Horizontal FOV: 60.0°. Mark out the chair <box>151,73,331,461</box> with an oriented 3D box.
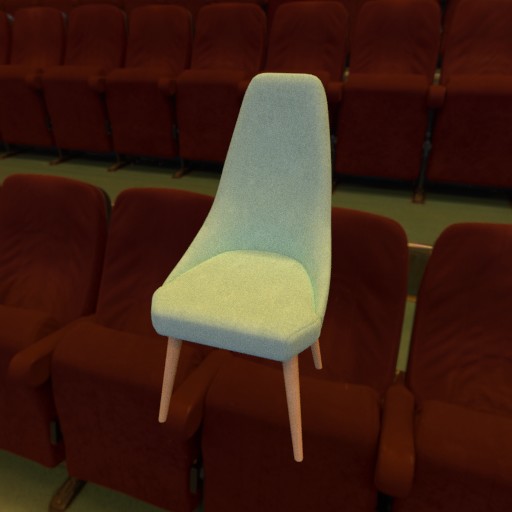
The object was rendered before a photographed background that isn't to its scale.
[{"bbox_3d":[0.000,0.000,1.421,0.510,1.040,0.660,9,28,17],"label":"chair"}]
